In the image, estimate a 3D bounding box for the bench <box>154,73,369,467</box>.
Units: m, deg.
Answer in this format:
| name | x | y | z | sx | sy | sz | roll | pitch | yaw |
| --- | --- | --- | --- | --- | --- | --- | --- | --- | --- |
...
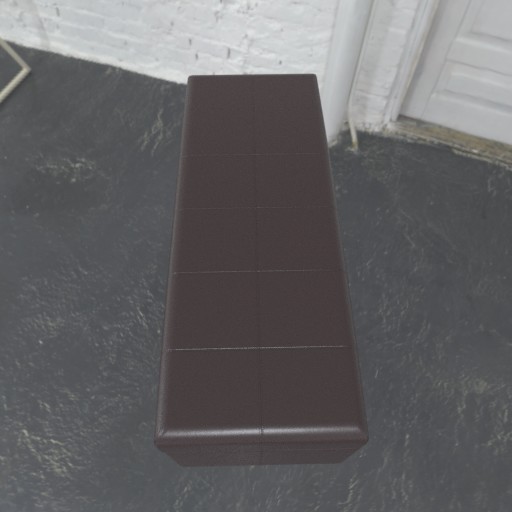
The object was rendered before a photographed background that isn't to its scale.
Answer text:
| name | x | y | z | sx | sy | sz | roll | pitch | yaw |
| --- | --- | --- | --- | --- | --- | --- | --- | --- | --- |
| bench | 0.000 | 0.000 | 1.300 | 0.429 | 0.457 | 1.092 | -1 | 58 | -1 |
